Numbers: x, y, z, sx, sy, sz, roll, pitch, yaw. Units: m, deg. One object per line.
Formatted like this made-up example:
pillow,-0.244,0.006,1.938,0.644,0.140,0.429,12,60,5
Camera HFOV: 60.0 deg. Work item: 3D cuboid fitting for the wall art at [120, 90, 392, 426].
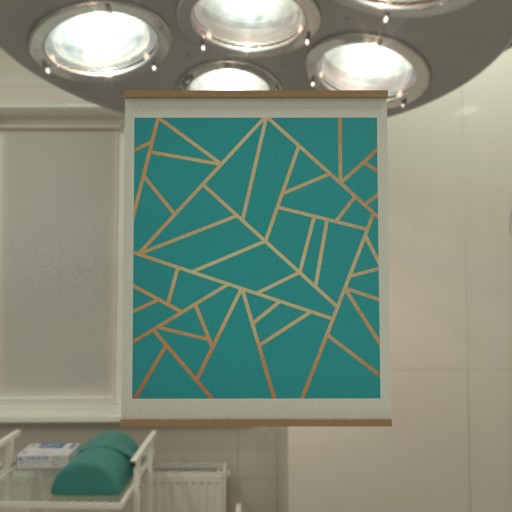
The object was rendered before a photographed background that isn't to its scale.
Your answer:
wall art,0.000,0.000,0.676,0.405,0.508,0.012,0,-2,0
